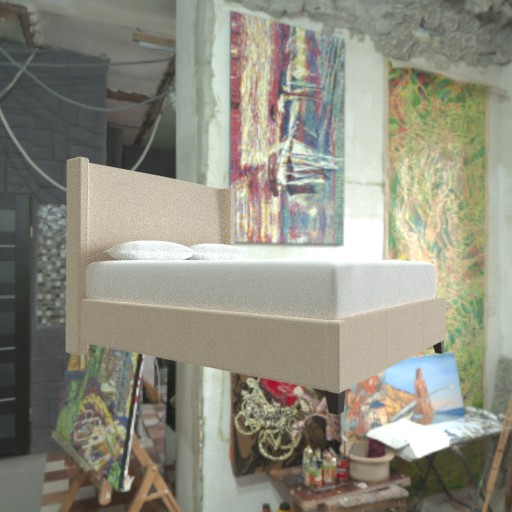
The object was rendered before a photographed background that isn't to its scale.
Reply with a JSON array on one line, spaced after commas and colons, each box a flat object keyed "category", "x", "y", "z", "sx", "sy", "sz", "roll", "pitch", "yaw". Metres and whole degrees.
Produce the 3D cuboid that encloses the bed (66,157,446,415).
[{"category": "bed", "x": 0.000, "y": 0.000, "z": 3.379, "sx": 2.293, "sy": 1.471, "sz": 1.778, "roll": -1, "pitch": -1, "yaw": 38}]
